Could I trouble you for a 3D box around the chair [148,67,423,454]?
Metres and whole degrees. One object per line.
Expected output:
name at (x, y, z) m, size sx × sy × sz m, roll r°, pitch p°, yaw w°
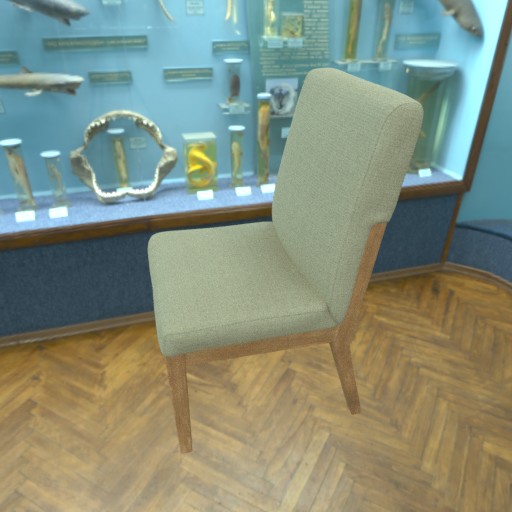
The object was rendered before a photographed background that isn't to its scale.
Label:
chair at (0.000, 0.000, 1.240) m, size 0.586 × 0.911 × 0.507 m, roll -8°, pitch 32°, yaw -13°
